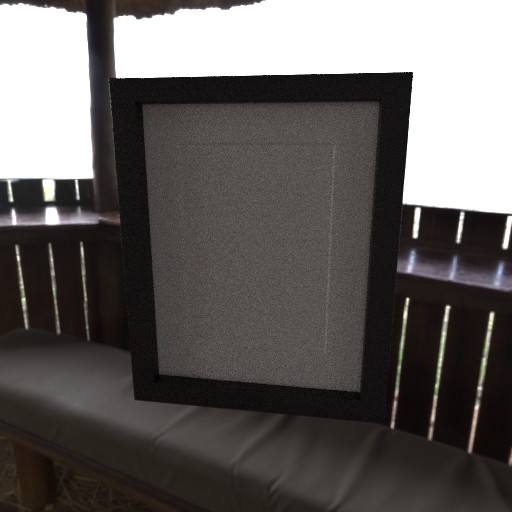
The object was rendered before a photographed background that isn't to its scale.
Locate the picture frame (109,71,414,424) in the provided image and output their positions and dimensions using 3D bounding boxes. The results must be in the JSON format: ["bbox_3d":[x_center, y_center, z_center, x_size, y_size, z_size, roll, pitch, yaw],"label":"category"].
[{"bbox_3d":[0.000,0.000,0.506,0.307,0.383,0.036,2,15,9],"label":"picture frame"}]
